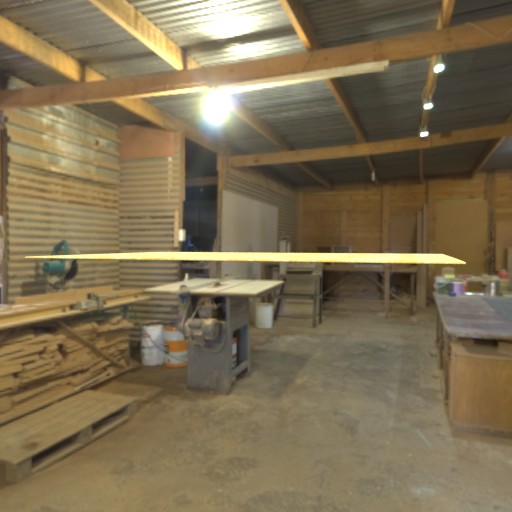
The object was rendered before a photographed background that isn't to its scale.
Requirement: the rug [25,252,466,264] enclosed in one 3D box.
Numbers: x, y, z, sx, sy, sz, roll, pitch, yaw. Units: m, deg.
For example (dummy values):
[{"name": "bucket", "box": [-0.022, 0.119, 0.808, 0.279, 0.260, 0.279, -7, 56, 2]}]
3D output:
[{"name": "rug", "box": [0.000, 0.000, 2.989, 2.424, 0.010, 1.511, 1, 2, 19]}]
